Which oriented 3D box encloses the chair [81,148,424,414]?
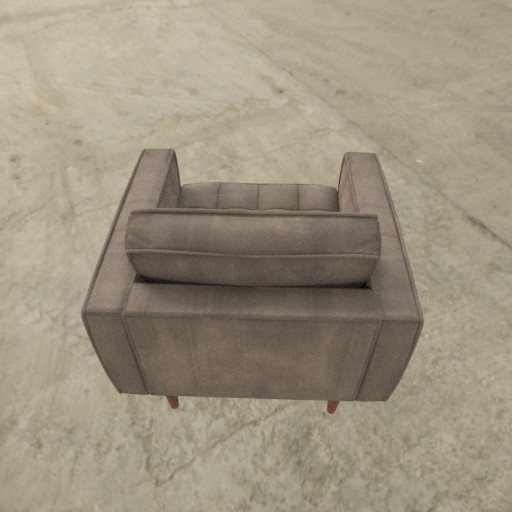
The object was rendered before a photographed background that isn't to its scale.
[{"bbox_3d":[0.000,0.000,1.548,0.928,0.773,0.843,1,46,1],"label":"chair"}]
